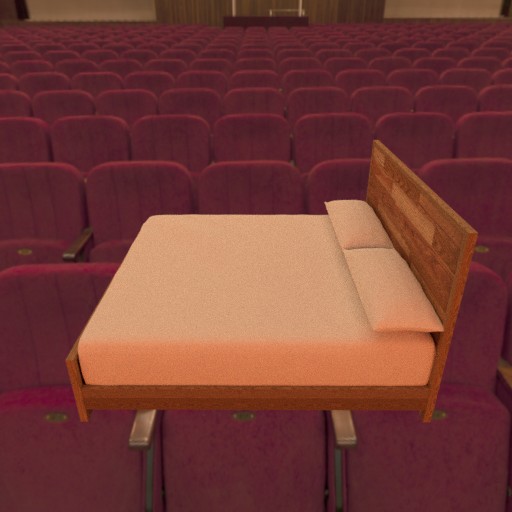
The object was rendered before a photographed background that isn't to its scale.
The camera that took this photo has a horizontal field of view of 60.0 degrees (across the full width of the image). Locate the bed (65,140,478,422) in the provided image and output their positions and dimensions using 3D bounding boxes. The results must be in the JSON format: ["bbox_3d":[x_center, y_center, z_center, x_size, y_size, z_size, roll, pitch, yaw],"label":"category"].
[{"bbox_3d":[0.000,0.000,3.363,2.184,1.295,2.013,0,27,0],"label":"bed"}]
